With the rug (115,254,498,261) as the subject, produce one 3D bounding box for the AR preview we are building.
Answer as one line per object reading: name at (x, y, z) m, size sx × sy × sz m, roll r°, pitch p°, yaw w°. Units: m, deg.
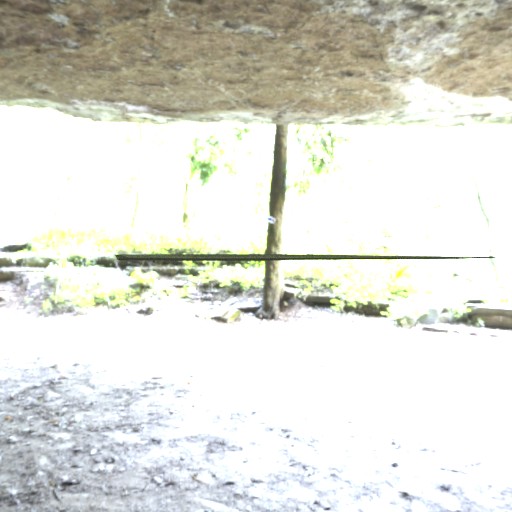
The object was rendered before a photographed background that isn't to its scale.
rug at (0.000, 0.000, 4.051) m, size 2.451 × 0.026 × 3.069 m, roll 0°, pitch 1°, yaw -18°
